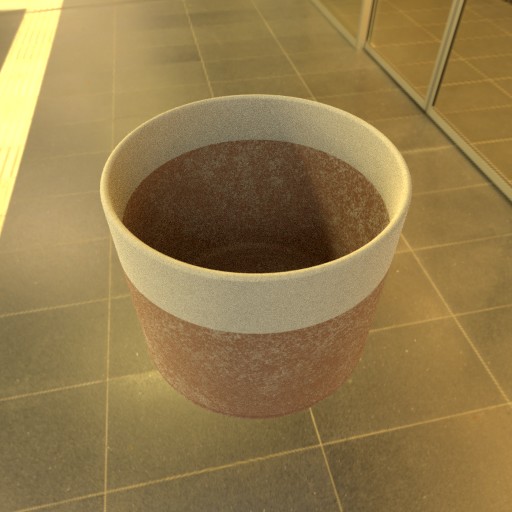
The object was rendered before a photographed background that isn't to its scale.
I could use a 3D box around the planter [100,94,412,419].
[{"bbox_3d":[0.000,0.000,0.280,0.159,0.138,0.159,0,46,0],"label":"planter"}]
